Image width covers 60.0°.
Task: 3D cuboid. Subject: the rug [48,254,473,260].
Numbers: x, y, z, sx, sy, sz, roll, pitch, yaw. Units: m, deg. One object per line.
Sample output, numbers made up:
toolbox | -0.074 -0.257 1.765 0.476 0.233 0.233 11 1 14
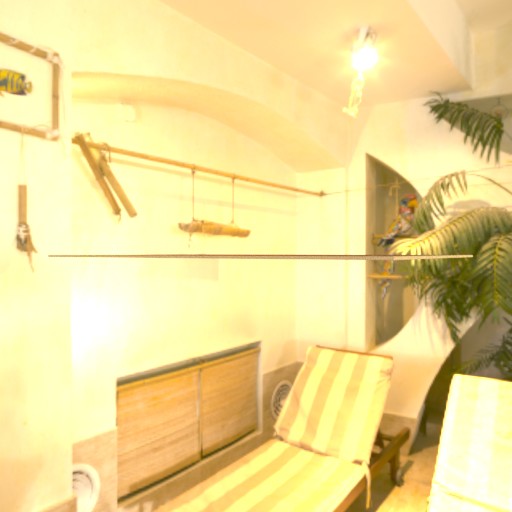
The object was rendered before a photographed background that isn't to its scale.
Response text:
rug | 0.000 0.000 2.851 2.290 0.014 1.526 0 0 36
